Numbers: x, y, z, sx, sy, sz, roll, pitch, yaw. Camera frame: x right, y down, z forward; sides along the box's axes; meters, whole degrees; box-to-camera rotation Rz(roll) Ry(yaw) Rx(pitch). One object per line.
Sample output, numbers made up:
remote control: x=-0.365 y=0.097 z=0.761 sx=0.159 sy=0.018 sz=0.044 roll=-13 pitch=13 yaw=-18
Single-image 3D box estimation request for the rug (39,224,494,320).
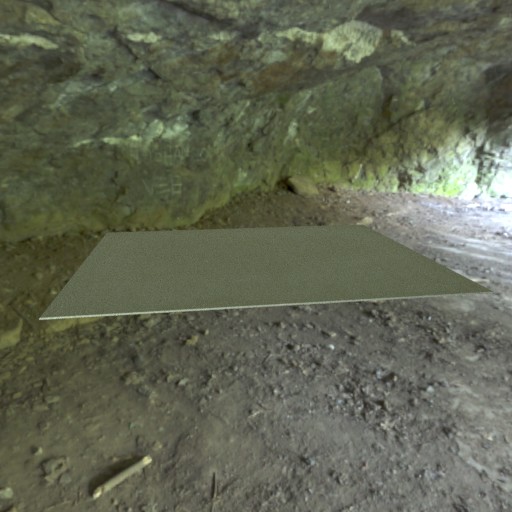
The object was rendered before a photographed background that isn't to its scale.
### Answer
rug: x=0.000 y=0.000 z=3.458 sx=2.584 sy=0.011 sz=2.073 roll=-2 pitch=16 yaw=-8
